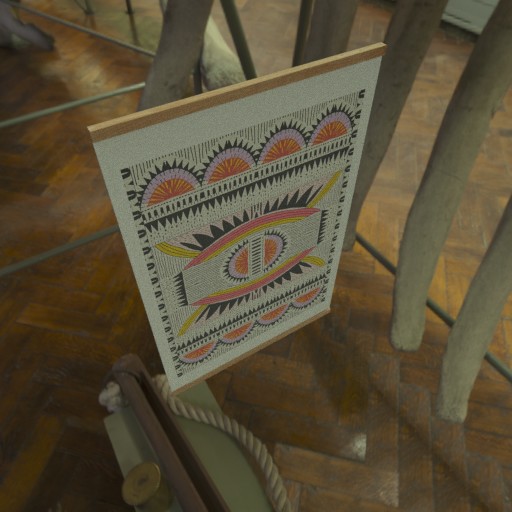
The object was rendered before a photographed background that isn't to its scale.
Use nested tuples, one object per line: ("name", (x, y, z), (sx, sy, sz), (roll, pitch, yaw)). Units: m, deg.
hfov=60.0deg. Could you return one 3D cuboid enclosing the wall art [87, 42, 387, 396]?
("wall art", (0.000, 0.000, 1.870), (0.999, 1.533, 0.028), (-24, 52, -20))
